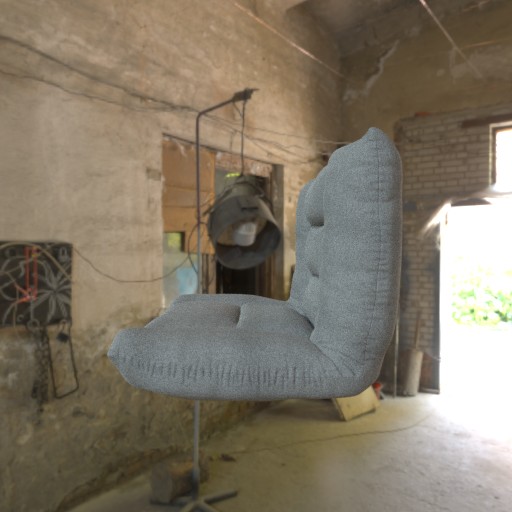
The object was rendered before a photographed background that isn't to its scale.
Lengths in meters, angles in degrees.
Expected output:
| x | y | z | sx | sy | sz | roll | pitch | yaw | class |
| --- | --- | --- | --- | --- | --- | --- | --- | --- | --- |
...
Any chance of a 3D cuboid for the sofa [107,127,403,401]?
| x | y | z | sx | sy | sz | roll | pitch | yaw | class |
| --- | --- | --- | --- | --- | --- | --- | --- | --- | --- |
| 0.000 | 0.000 | 1.733 | 0.847 | 0.795 | 1.144 | 0 | 1 | 0 | sofa |
